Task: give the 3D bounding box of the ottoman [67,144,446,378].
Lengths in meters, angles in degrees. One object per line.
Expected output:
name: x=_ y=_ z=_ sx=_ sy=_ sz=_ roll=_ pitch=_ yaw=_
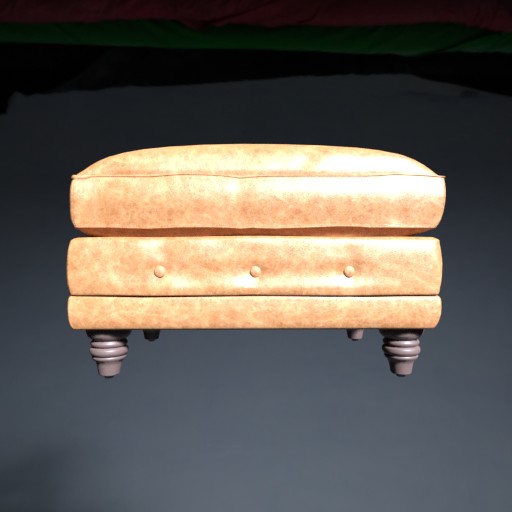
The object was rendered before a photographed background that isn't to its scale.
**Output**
ottoman: x=0.000 y=0.000 z=1.073 sx=0.710 sy=0.480 sz=0.533 roll=0 pitch=0 yaw=-1
